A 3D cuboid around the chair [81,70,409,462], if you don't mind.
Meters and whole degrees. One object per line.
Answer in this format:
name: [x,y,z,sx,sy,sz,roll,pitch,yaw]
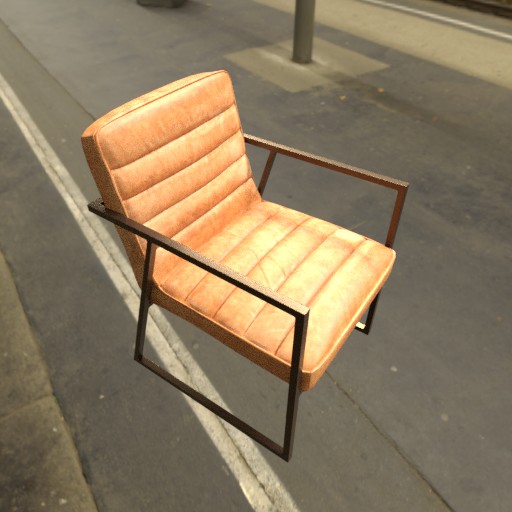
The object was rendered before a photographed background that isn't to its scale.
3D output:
chair: [0.000,0.000,1.275,0.677,0.832,0.571,25,47,25]
